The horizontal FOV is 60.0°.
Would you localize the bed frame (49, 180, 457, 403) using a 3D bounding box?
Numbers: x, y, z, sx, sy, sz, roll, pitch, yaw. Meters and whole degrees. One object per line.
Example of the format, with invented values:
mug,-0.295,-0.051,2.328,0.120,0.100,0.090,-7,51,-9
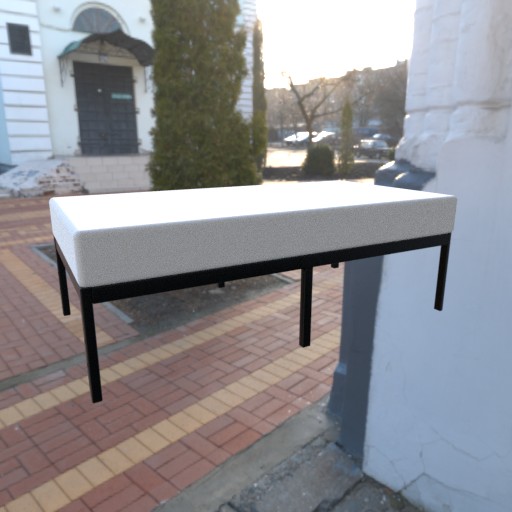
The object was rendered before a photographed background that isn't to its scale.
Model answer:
bed frame,0.000,0.000,2.450,1.950,0.659,1.023,-8,17,-28
